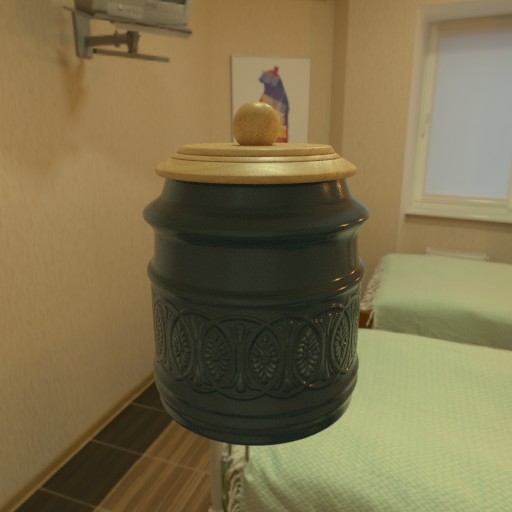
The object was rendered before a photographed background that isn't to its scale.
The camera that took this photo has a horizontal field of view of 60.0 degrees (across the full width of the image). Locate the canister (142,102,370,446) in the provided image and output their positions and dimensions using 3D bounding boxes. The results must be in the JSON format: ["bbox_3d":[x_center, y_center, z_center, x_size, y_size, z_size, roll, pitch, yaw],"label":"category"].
[{"bbox_3d":[0.000,0.000,0.268,0.130,0.176,0.130,0,16,0],"label":"canister"}]
